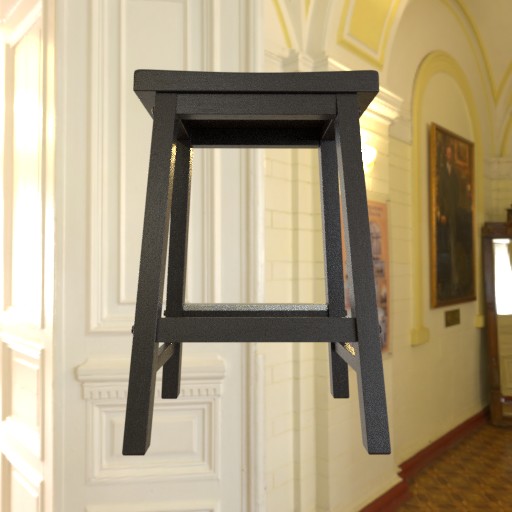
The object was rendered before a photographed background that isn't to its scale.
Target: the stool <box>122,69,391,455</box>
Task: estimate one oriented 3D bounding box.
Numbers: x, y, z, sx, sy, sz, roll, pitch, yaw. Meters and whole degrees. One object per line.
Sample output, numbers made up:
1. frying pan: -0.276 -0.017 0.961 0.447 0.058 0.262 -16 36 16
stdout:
1. stool: 0.000 0.000 0.836 0.406 0.610 0.322 0 -1 0
